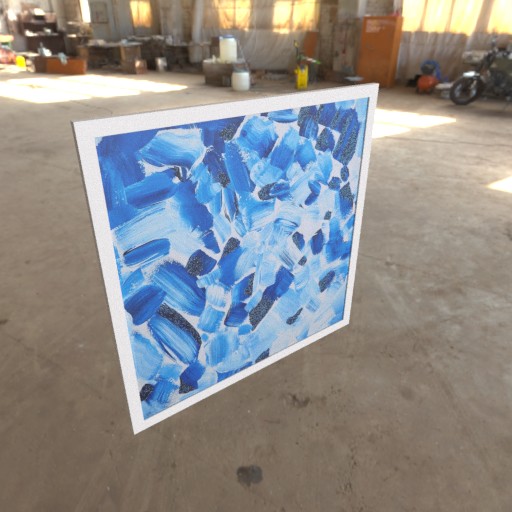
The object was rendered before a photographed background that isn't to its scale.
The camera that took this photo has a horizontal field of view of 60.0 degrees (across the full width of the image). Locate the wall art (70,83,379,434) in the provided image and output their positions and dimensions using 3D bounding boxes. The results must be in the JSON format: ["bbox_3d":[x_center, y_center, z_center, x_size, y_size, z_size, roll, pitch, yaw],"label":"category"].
[{"bbox_3d":[0.000,0.000,0.972,0.660,0.660,0.015,-19,34,-31],"label":"wall art"}]
